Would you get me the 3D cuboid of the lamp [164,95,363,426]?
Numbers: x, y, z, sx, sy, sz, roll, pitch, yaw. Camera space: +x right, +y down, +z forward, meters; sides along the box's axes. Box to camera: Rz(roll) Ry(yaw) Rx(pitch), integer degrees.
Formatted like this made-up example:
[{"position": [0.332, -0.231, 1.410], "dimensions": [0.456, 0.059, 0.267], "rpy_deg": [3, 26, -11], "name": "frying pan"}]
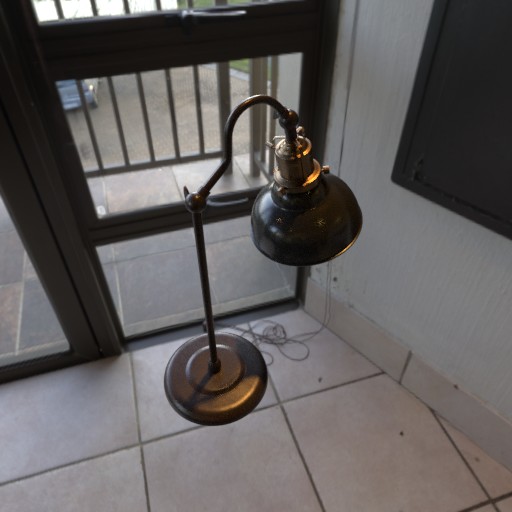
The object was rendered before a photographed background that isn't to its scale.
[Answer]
[{"position": [0.000, 0.000, 0.692], "dimensions": [0.374, 0.508, 0.192], "rpy_deg": [-26, 48, -26], "name": "lamp"}]
